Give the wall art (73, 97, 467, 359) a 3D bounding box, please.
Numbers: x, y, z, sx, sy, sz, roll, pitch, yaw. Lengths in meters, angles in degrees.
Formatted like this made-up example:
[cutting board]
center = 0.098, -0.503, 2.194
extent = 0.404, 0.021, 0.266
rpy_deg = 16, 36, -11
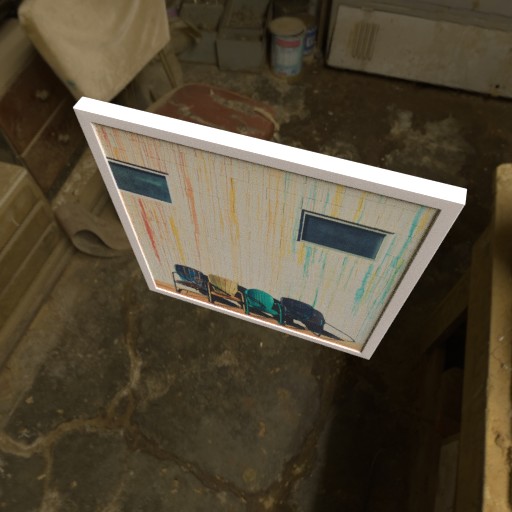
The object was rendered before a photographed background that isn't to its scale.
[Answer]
[wall art]
center = 0.000, 0.000, 1.145
extent = 0.760, 0.760, 0.036
rpy_deg = 16, 59, 10
